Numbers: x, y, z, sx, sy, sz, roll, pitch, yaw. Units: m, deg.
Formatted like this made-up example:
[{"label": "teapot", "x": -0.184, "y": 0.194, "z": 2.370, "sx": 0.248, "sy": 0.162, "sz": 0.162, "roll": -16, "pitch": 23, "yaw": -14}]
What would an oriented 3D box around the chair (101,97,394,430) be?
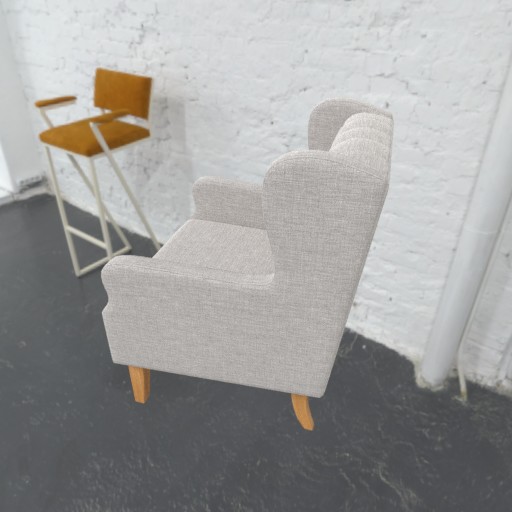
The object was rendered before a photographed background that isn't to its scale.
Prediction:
[{"label": "chair", "x": 0.000, "y": 0.000, "z": 1.489, "sx": 0.760, "sy": 0.930, "sz": 0.710, "roll": 8, "pitch": 32, "yaw": 14}]
